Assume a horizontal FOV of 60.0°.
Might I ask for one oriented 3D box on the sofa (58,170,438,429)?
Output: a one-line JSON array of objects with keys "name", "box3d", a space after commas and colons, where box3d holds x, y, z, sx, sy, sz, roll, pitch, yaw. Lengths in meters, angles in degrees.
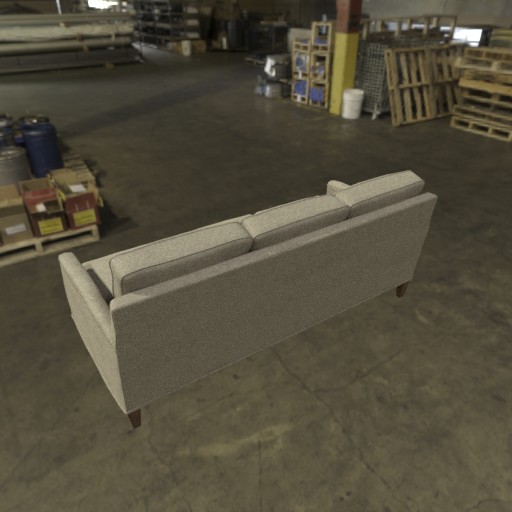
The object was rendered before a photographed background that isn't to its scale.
[{"name": "sofa", "box3d": [0.000, 0.000, 2.916, 2.246, 1.003, 1.084, -19, 36, -29]}]
